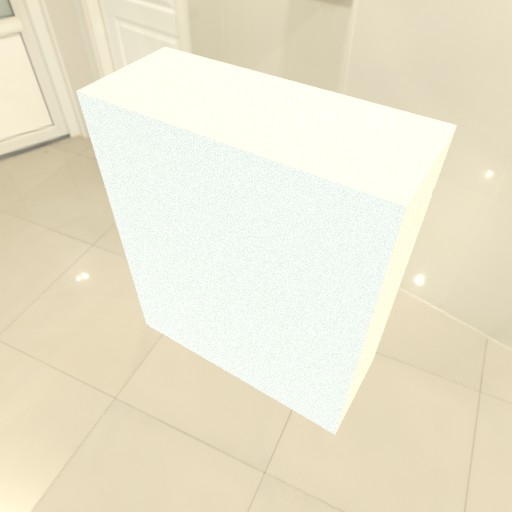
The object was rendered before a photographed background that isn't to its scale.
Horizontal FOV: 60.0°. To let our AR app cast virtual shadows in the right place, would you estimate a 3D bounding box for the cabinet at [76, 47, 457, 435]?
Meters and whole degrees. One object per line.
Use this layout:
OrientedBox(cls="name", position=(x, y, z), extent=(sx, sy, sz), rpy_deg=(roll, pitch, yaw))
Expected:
OrientedBox(cls="cabinet", position=(0.000, 0.000, 1.662), extent=(1.000, 1.190, 0.400), rpy_deg=(24, 51, 22))
